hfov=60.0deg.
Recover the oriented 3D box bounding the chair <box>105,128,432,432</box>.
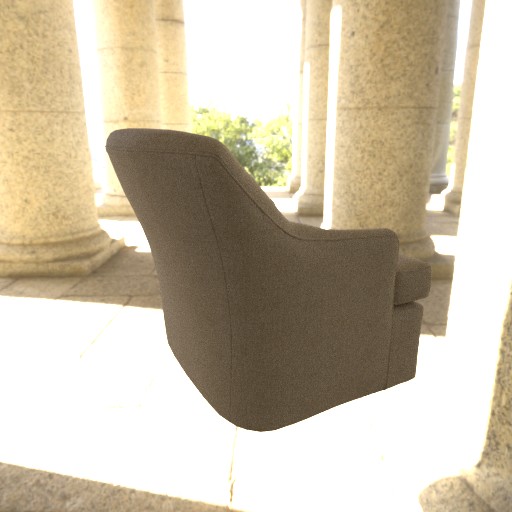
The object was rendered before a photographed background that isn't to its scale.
[{"bbox_3d":[0.000,0.000,1.553,0.923,0.856,0.864,-8,17,-26],"label":"chair"}]
